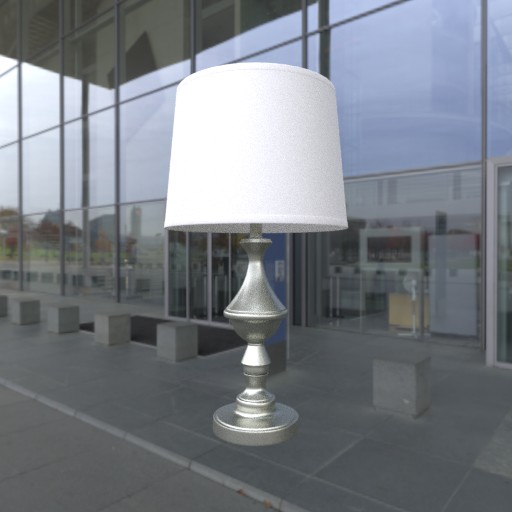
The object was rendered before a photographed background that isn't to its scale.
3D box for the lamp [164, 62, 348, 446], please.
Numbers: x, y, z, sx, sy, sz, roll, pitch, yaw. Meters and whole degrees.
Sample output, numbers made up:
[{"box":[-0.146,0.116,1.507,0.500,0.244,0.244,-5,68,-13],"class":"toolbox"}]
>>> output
[{"box":[0.000,0.000,0.944,0.383,0.733,0.383,0,0,0],"class":"lamp"}]
